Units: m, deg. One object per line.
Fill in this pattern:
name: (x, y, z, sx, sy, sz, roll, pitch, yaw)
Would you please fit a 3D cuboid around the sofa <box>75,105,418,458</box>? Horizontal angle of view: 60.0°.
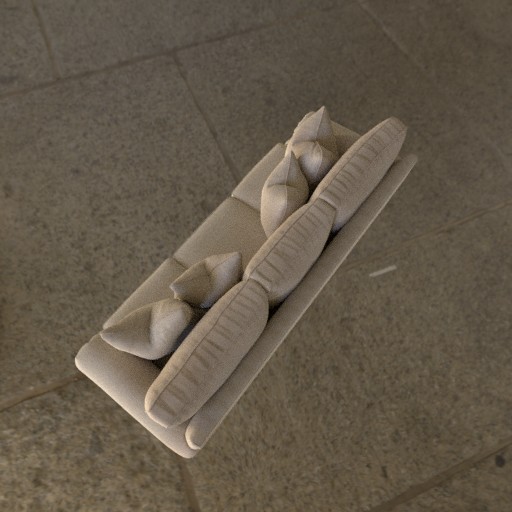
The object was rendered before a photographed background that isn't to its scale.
sofa: (0.000, 0.000, 2.788, 0.965, 0.975, 2.312, 34, 67, 16)
